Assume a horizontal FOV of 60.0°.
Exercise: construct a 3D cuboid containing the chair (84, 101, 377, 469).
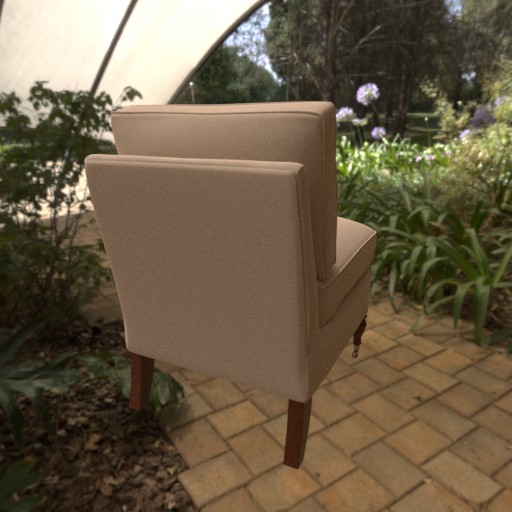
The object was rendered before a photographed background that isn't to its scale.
[{"bbox_3d":[0.000,0.000,1.638,0.724,1.052,0.912,8,19,26],"label":"chair"}]
